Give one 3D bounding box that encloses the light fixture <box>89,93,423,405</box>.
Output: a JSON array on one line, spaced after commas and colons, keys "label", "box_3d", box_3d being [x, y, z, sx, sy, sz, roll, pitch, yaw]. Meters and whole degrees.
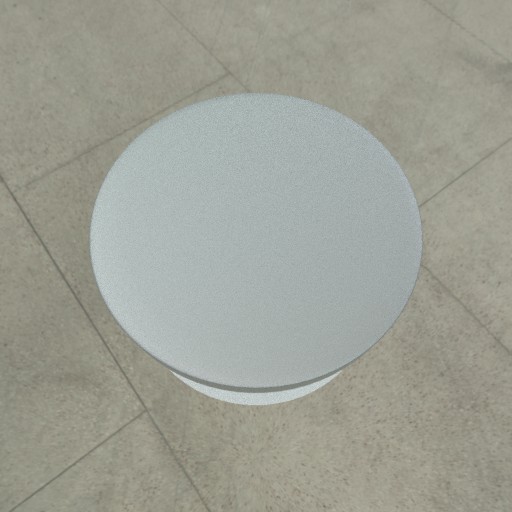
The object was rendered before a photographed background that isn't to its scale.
[{"label": "light fixture", "box_3d": [0.000, 0.000, 0.628, 0.393, 0.229, 0.393, 0, 65, 0]}]
